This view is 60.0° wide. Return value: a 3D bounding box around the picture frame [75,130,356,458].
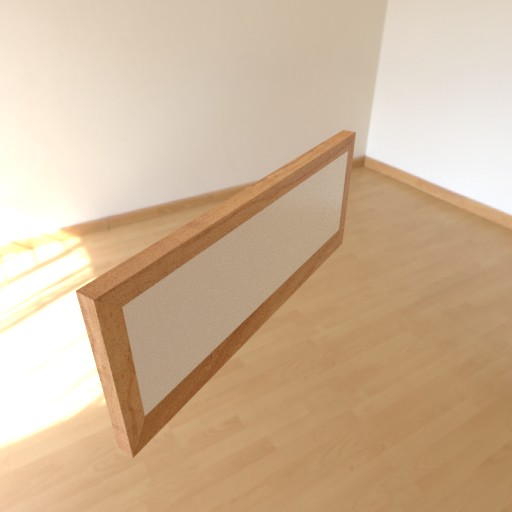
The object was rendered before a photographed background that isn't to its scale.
[{"bbox_3d":[0.000,0.000,0.667,0.045,0.234,0.582,20,38,28],"label":"picture frame"}]
